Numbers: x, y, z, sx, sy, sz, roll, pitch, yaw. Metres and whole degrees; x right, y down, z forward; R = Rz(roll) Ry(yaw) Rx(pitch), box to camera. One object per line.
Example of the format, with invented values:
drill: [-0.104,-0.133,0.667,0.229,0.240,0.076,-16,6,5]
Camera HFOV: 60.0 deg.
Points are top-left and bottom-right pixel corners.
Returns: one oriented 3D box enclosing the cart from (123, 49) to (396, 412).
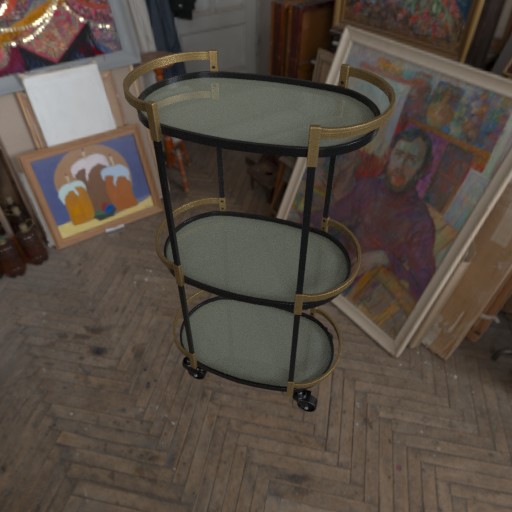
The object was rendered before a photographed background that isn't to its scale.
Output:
cart: [0.000,0.000,1.132,0.515,0.885,0.311,12,44,13]
